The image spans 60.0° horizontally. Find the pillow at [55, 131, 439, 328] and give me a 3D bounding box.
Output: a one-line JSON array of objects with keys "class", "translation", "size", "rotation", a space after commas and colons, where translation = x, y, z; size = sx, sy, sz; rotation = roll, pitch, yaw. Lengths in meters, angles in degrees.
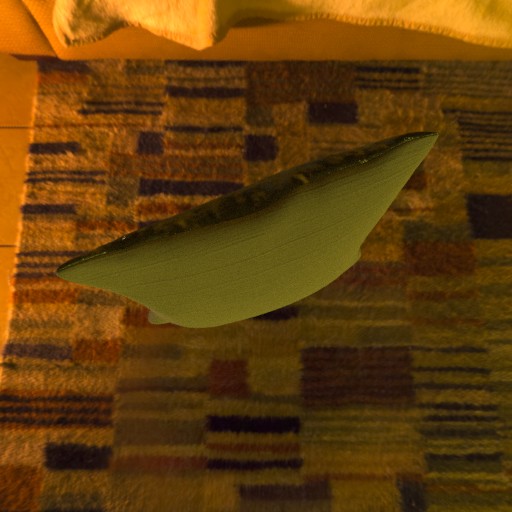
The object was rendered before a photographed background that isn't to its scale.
[{"class": "pillow", "translation": [0.000, 0.000, 0.722], "size": [0.470, 0.464, 0.175], "rotation": [-19, 76, -5]}]
